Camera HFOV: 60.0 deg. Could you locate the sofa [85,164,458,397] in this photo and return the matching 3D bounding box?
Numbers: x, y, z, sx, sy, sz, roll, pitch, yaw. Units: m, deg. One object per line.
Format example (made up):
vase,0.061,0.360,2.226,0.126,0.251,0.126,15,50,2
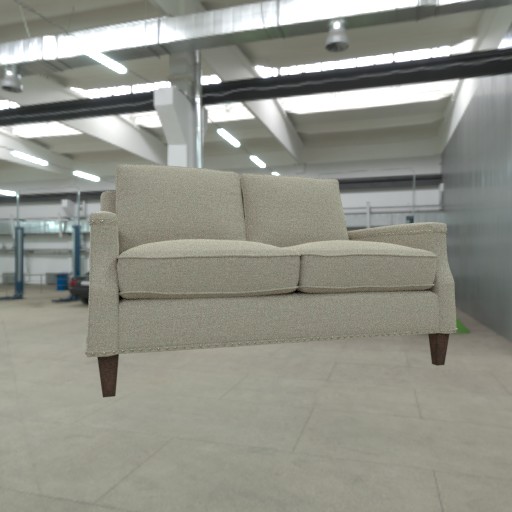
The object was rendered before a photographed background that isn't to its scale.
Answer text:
sofa,0.000,0.000,2.257,1.597,1.003,1.084,0,-1,-19
